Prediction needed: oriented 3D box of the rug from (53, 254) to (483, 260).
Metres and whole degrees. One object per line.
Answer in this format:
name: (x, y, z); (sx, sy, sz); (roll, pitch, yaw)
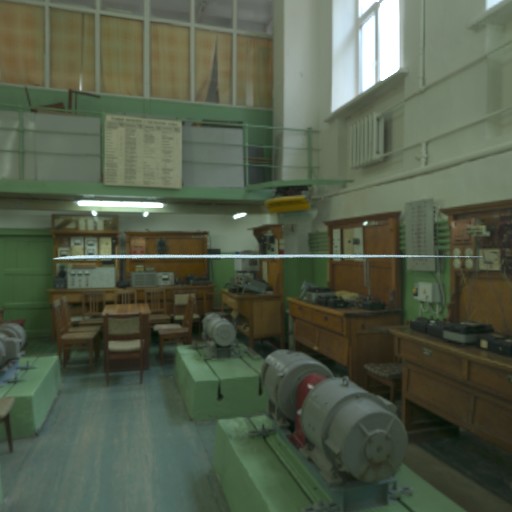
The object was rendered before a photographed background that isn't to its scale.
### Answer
rug: (0.000, 0.000, 2.224); (1.754, 0.010, 1.148); (0, 1, -18)
